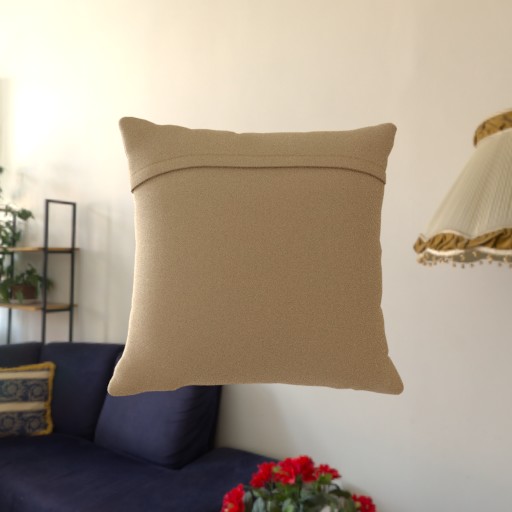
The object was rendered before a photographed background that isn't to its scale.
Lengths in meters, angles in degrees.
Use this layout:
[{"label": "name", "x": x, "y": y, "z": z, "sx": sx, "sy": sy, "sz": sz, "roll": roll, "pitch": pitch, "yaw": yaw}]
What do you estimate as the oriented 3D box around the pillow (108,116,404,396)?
[{"label": "pillow", "x": 0.000, "y": 0.000, "z": 0.808, "sx": 0.536, "sy": 0.506, "sz": 0.229, "roll": 0, "pitch": -1, "yaw": -1}]
